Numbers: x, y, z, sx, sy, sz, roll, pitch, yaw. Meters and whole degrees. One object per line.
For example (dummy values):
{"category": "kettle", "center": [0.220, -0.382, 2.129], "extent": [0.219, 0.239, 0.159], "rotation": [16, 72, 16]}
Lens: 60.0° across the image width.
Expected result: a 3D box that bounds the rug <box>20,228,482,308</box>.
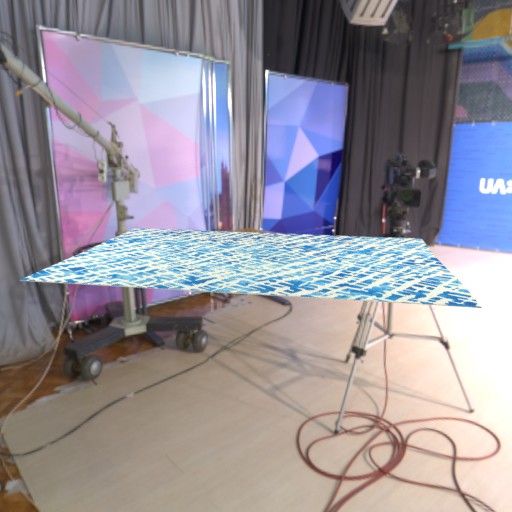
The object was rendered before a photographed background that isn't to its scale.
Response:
{"category": "rug", "center": [0.000, 0.000, 3.023], "extent": [2.447, 0.011, 1.520], "rotation": [3, 15, 10]}
